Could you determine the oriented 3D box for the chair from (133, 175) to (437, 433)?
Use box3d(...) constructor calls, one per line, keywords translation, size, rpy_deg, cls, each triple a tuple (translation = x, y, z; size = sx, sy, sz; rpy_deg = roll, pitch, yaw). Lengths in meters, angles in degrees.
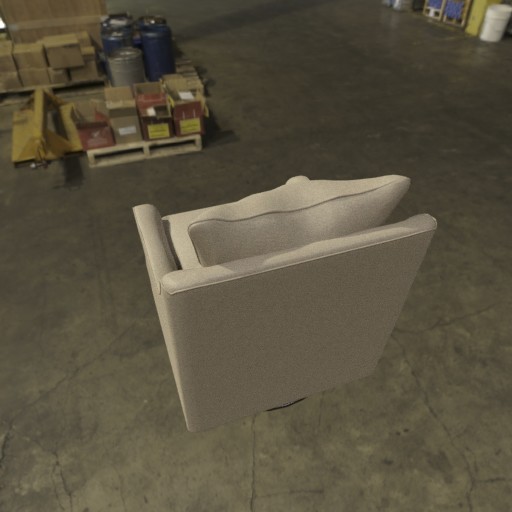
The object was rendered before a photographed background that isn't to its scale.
box3d(translation=(0.000, 0.000, 1.612), size=(0.760, 0.942, 0.876), rpy_deg=(-13, 42, -15), cls="chair")
